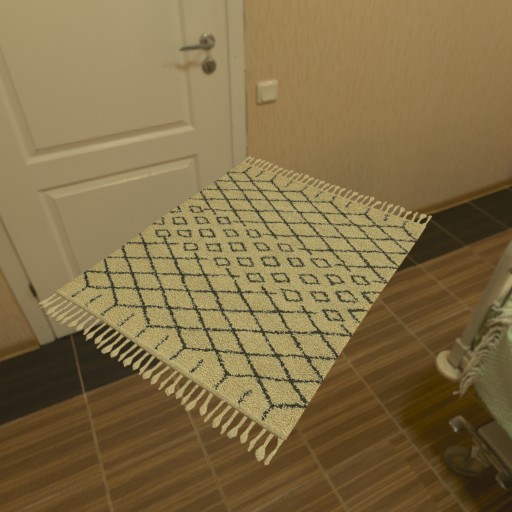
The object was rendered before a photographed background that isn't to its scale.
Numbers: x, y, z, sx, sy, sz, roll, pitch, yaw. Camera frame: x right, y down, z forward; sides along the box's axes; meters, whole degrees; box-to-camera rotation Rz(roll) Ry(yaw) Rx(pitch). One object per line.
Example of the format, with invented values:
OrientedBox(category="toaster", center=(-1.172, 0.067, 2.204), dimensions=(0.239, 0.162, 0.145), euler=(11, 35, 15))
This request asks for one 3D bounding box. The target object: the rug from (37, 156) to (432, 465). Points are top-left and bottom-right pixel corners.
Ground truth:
OrientedBox(category="rug", center=(0.000, 0.000, 4.265), dimensions=(2.388, 0.030, 3.213), euler=(24, 47, 25))
